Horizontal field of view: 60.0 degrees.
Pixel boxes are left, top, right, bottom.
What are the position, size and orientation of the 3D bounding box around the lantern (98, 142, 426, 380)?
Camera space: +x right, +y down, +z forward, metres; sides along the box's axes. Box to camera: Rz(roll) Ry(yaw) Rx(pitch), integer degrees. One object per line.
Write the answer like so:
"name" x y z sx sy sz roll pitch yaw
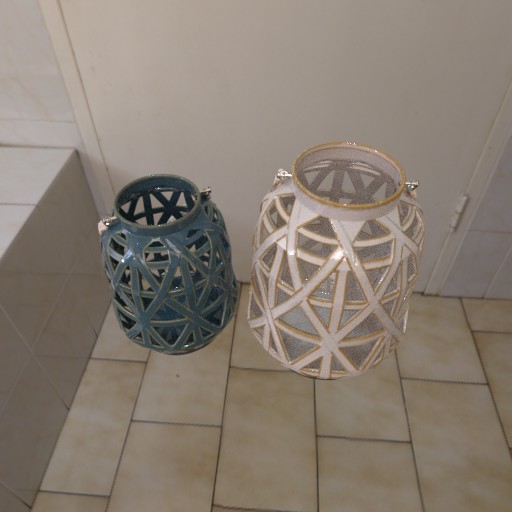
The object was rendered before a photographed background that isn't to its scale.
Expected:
"lantern" 0.000 0.000 0.615 0.439 0.307 0.245 5 45 5
